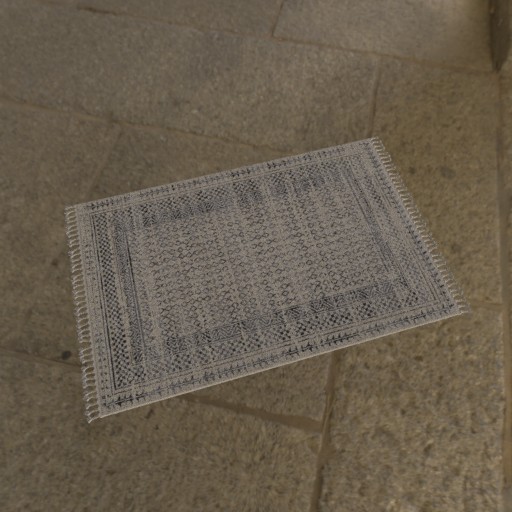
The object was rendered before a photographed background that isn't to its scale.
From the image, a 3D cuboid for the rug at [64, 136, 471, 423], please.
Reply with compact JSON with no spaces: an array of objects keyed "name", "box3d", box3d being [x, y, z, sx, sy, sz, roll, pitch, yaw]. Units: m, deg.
[{"name":"rug","box3d":[0.000,0.000,3.035,2.486,0.013,1.548,-14,64,-7]}]
